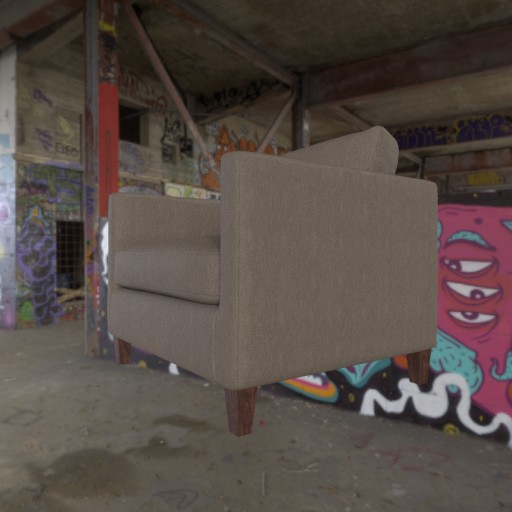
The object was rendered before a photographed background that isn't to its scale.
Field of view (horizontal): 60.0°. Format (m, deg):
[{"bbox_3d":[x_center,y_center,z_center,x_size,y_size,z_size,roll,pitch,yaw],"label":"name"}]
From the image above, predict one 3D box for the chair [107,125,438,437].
[{"bbox_3d":[0.000,0.000,1.840,0.959,0.963,1.107,0,0,-36],"label":"chair"}]
